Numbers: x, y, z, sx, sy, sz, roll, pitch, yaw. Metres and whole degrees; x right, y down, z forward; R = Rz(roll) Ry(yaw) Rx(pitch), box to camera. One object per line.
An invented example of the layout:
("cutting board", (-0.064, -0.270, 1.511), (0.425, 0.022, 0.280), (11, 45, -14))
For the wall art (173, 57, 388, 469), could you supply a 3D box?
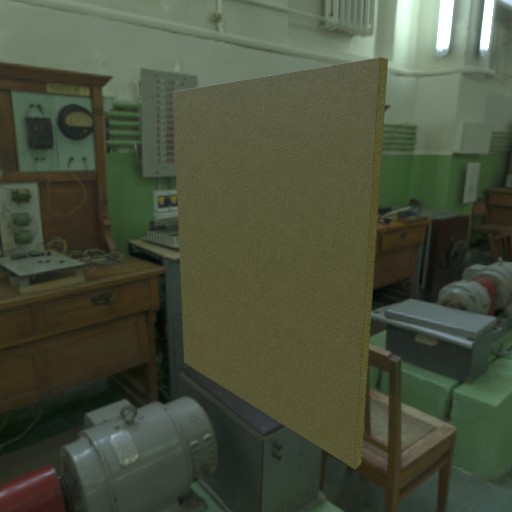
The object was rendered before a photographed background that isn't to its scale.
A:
("wall art", (0.000, 0.000, 1.337), (0.030, 1.002, 0.798), (-12, 18, -41))
